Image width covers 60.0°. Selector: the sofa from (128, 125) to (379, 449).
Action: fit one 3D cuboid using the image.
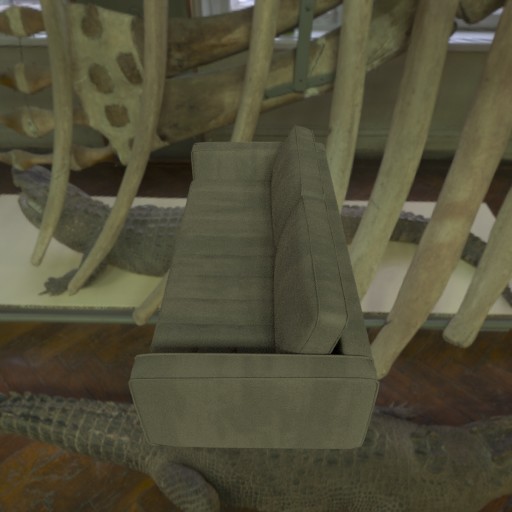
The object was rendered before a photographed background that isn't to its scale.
[{"bbox_3d":[0.000,0.000,2.421,0.924,0.825,1.920,1,40,1],"label":"sofa"}]
